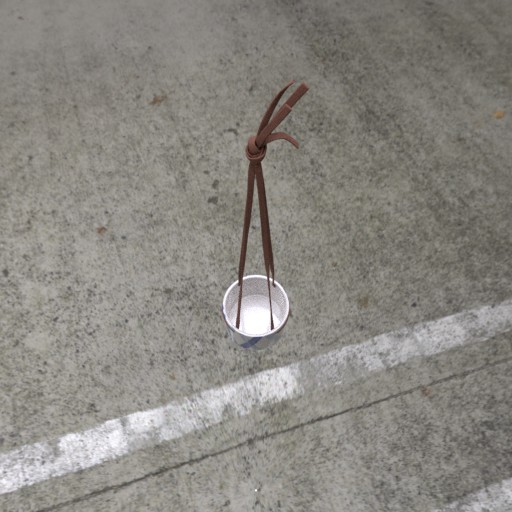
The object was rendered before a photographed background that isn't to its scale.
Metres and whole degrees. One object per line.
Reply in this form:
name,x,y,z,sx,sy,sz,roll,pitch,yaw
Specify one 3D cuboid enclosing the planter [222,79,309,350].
planter,0.000,0.000,0.798,0.157,0.753,0.153,-16,63,-8
